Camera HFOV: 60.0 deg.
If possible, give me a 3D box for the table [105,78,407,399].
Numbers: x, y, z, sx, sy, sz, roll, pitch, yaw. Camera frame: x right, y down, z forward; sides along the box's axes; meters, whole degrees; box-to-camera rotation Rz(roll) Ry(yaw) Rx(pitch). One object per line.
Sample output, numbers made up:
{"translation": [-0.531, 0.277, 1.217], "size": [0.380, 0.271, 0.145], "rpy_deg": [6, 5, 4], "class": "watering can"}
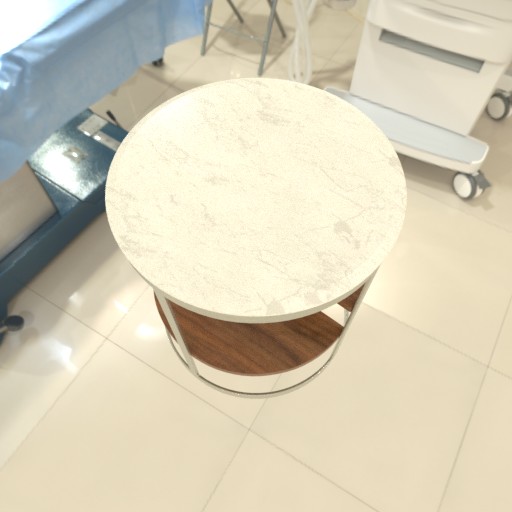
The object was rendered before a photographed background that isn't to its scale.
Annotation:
{"translation": [0.000, 0.000, 0.795], "size": [0.407, 0.447, 0.407], "rpy_deg": [0, 60, 0], "class": "table"}
